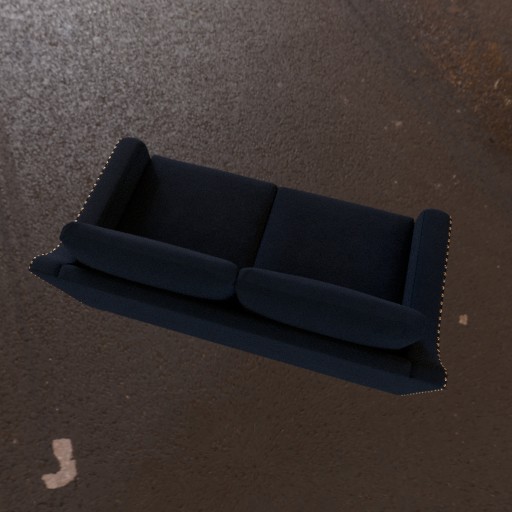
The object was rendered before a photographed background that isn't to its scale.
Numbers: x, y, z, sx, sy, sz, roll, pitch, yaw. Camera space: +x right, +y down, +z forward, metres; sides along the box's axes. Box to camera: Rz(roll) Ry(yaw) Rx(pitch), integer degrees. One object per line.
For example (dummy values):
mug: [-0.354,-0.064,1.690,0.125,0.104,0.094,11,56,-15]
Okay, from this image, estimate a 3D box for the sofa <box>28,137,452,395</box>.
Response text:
sofa: [0.000,0.000,2.643,2.107,0.983,1.104,15,65,7]
